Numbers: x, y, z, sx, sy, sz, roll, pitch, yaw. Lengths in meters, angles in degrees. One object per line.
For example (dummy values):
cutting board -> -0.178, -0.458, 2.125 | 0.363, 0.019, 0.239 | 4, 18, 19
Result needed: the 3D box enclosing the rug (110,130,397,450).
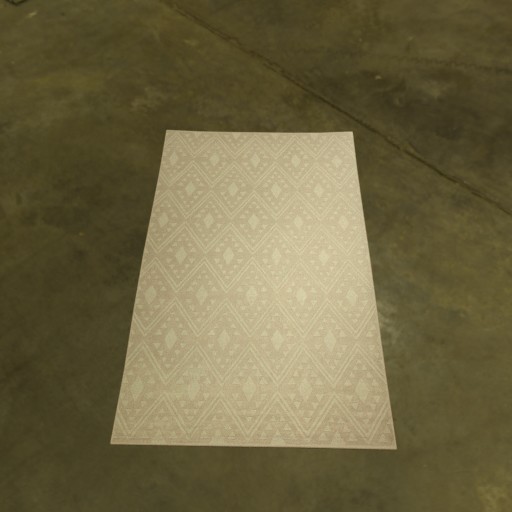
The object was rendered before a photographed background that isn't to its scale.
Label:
rug -> 0.000, 0.000, 3.026 | 1.553, 0.053, 2.430 | 1, 58, 1
